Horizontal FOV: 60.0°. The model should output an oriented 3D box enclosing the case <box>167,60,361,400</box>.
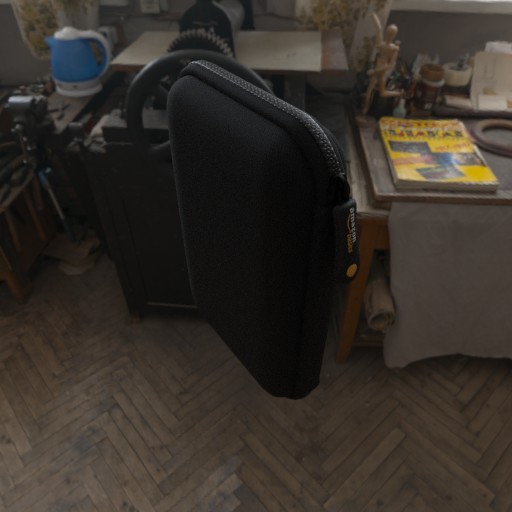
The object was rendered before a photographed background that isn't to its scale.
[{"bbox_3d":[0.000,0.000,0.196,0.030,0.147,0.107,-26,48,-26],"label":"case"}]
